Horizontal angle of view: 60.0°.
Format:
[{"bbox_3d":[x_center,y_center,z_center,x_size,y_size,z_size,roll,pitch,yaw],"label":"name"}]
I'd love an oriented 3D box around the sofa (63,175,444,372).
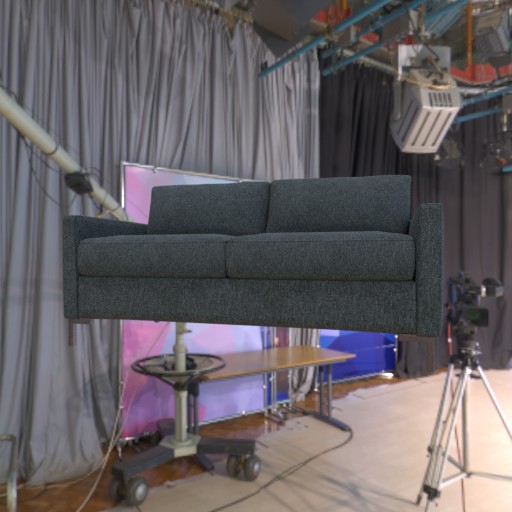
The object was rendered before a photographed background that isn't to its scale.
[{"bbox_3d":[0.000,0.000,2.260,1.716,0.862,0.866,0,0,17],"label":"sofa"}]
